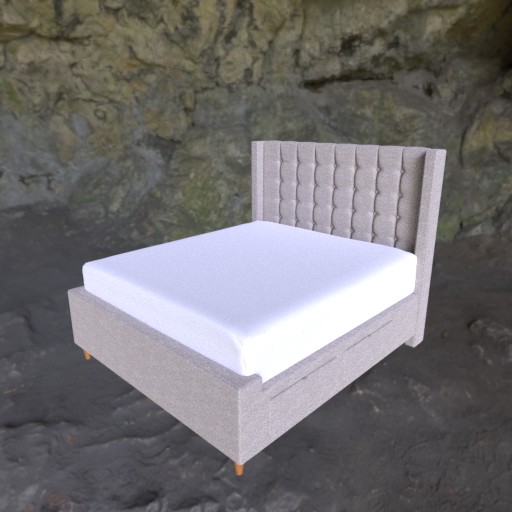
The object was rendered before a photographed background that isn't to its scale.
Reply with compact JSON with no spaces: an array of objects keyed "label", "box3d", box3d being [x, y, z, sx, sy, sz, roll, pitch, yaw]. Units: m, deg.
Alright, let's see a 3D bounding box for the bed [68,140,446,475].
[{"label":"bed","box3d":[0.000,0.000,3.718,2.044,1.748,2.372,16,23,41]}]
